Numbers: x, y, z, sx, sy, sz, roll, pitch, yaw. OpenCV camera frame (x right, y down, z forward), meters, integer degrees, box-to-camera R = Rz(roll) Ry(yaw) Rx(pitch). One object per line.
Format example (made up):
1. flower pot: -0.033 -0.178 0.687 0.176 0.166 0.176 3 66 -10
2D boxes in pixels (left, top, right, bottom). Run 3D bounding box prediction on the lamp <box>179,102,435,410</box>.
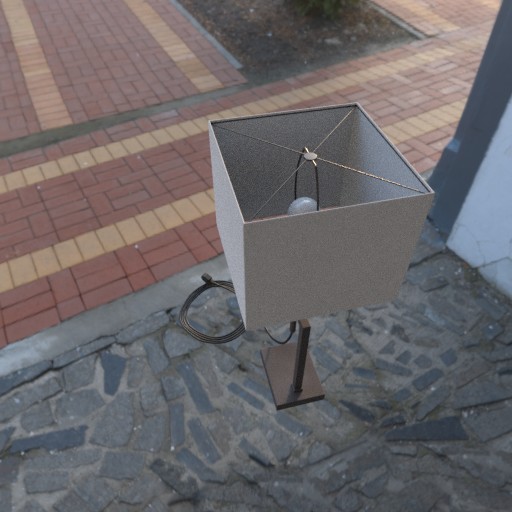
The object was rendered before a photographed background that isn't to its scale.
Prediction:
1. lamp: 0.000 0.000 1.000 0.399 0.660 0.504 -10 47 -10
